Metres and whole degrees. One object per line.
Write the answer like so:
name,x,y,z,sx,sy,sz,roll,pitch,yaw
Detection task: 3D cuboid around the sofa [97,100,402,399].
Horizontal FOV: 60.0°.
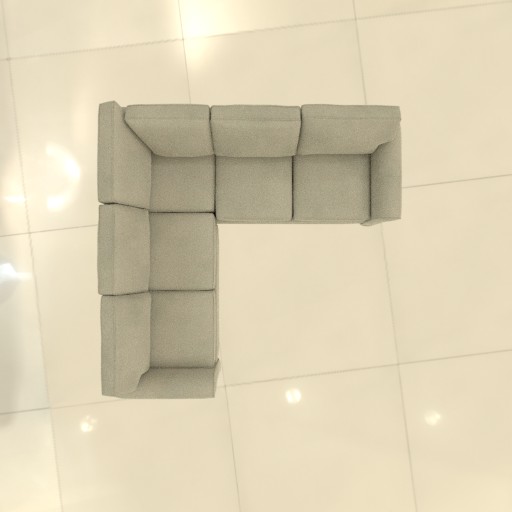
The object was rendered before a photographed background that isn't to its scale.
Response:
sofa,0.000,0.000,3.972,2.562,1.053,2.487,0,89,-1
